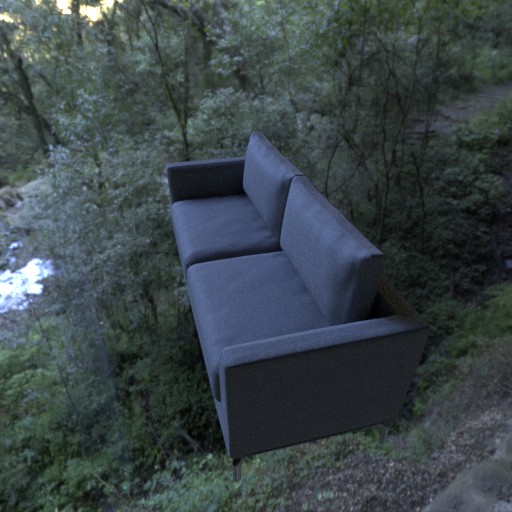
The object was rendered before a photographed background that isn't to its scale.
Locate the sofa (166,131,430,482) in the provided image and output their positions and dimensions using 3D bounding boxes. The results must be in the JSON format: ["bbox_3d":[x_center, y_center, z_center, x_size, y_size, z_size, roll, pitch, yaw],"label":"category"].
[{"bbox_3d":[0.000,0.000,2.699,0.869,1.002,2.212,-8,32,-13],"label":"sofa"}]
